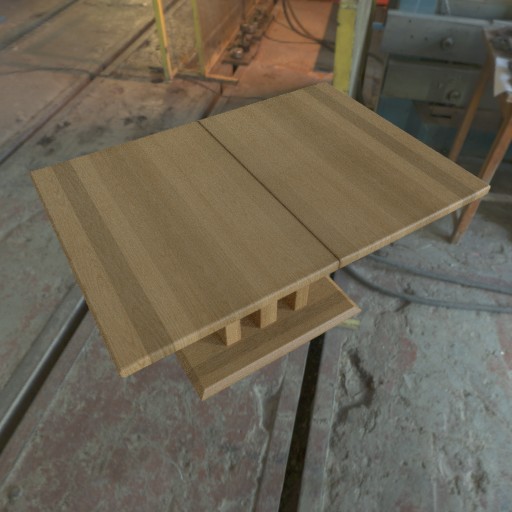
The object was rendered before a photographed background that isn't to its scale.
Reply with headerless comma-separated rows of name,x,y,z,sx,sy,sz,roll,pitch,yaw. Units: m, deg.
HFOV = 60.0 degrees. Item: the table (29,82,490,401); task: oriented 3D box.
table,0.000,0.000,1.786,1.300,0.770,0.900,-24,51,-21
